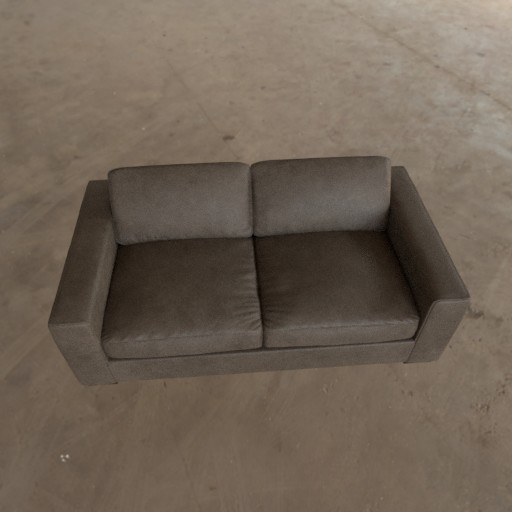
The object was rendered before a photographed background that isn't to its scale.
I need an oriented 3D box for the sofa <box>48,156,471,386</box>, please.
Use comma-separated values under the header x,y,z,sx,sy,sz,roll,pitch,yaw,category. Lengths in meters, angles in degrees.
x,y,z,sx,sy,sz,roll,pitch,yaw,category
0.000,0.000,2.432,1.920,0.800,1.070,-3,47,-3,sofa
